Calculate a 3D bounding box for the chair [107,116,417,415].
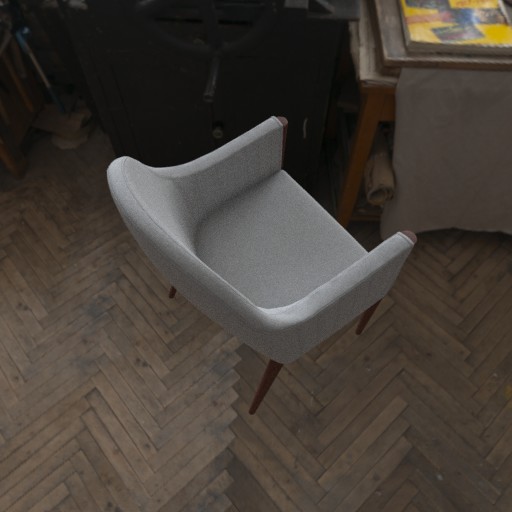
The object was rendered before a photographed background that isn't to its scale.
[{"bbox_3d":[0.000,0.000,1.301,0.620,0.889,0.610,-32,63,-18],"label":"chair"}]
